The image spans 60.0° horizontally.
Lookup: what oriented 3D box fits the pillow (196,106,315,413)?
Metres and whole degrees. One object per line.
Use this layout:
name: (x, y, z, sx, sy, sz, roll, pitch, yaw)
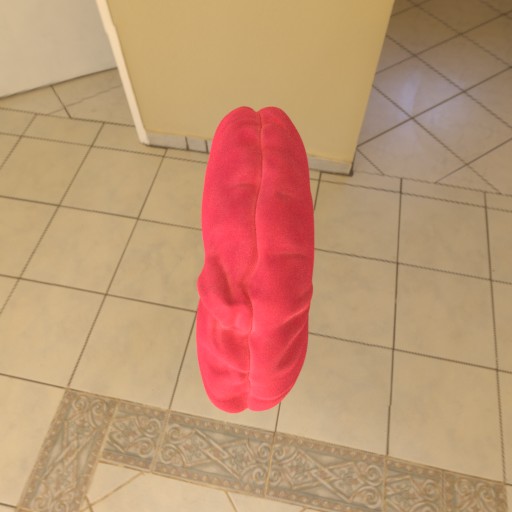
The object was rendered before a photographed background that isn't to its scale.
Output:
pillow: (0.000, 0.000, 0.641, 0.148, 0.407, 0.428, 2, 59, 1)
